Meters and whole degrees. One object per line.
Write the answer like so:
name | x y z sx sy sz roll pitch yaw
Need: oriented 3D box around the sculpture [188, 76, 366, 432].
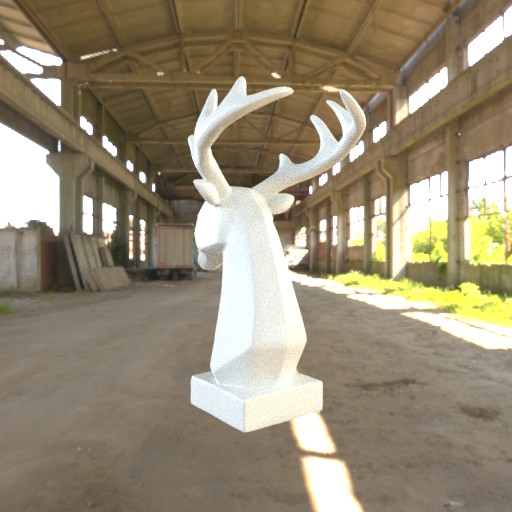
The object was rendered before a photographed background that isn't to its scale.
sculpture | 0.000 0.000 0.475 0.174 0.329 0.224 0 0 -37
